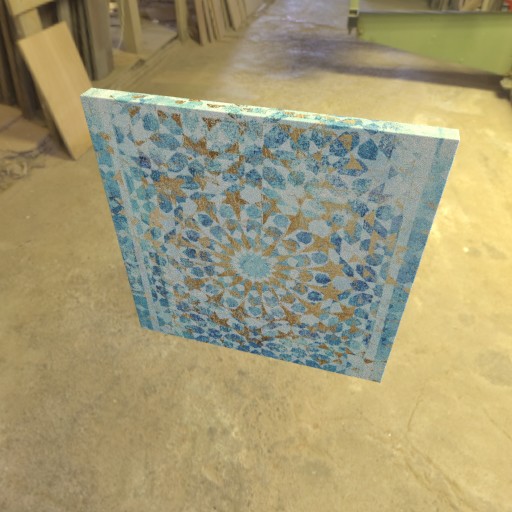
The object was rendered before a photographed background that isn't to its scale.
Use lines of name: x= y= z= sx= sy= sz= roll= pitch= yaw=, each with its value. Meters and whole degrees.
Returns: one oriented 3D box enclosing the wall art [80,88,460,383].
wall art: x=0.000 y=0.000 z=0.901 sx=0.609 sy=0.609 sz=0.040 roll=11 pitch=42 yaw=12
